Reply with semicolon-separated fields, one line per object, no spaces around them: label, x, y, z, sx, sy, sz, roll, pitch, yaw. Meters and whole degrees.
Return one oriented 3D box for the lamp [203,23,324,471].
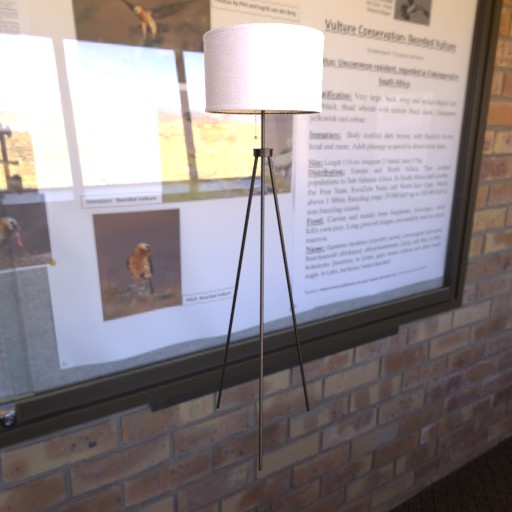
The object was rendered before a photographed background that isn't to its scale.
lamp;0.000;0.000;1.716;0.458;1.545;0.448;8;17;26
